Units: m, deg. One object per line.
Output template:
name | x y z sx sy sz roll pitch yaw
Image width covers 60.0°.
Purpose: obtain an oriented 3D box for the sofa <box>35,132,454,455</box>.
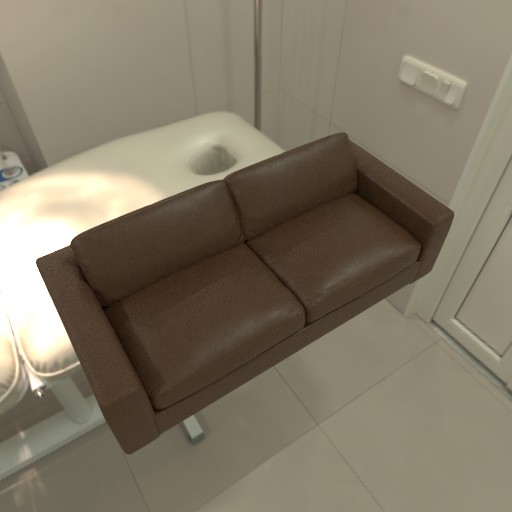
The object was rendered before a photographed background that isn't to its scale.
sofa | 0.000 0.000 2.690 2.262 0.801 1.070 -26 52 -22
